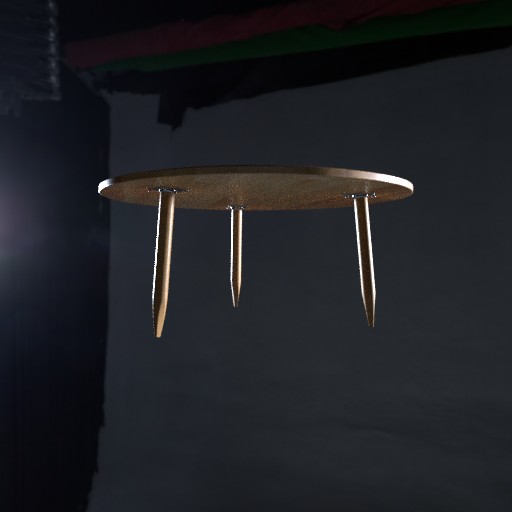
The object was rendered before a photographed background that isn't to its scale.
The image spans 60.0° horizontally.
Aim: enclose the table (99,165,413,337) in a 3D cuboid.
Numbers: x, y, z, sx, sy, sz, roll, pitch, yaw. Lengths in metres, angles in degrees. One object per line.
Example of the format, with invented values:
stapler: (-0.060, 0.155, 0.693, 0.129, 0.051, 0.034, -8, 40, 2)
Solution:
table: (0.000, 0.000, 1.353, 0.900, 0.400, 0.900, 0, 1, 0)
